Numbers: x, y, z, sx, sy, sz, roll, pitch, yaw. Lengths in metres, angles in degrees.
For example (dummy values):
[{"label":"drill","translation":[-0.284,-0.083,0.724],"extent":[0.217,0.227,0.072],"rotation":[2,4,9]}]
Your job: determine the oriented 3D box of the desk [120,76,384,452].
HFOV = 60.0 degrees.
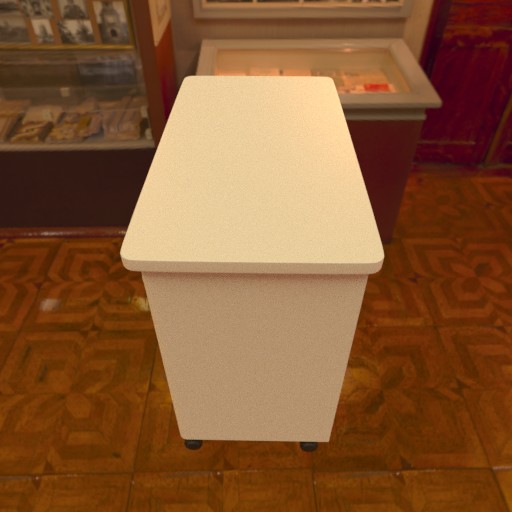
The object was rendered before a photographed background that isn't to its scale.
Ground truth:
[{"label":"desk","translation":[0.000,0.000,1.350],"extent":[0.475,0.763,0.877],"rotation":[1,42,1]}]
